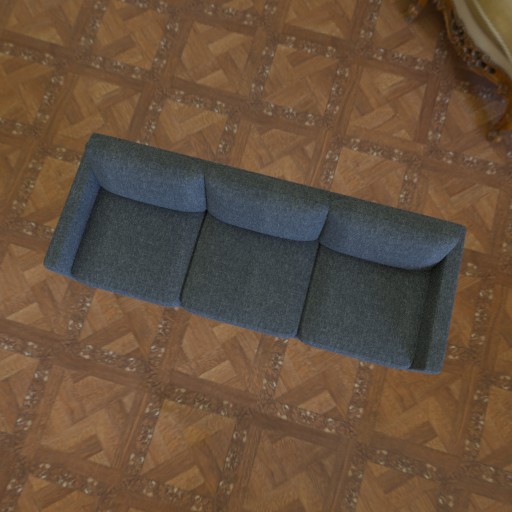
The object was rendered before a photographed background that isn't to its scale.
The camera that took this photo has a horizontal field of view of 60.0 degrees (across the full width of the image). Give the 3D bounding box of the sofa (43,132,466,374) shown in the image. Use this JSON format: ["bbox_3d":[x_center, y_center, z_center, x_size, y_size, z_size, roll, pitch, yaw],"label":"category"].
[{"bbox_3d":[0.000,0.000,2.656,2.218,0.874,0.859,15,78,3],"label":"sofa"}]
